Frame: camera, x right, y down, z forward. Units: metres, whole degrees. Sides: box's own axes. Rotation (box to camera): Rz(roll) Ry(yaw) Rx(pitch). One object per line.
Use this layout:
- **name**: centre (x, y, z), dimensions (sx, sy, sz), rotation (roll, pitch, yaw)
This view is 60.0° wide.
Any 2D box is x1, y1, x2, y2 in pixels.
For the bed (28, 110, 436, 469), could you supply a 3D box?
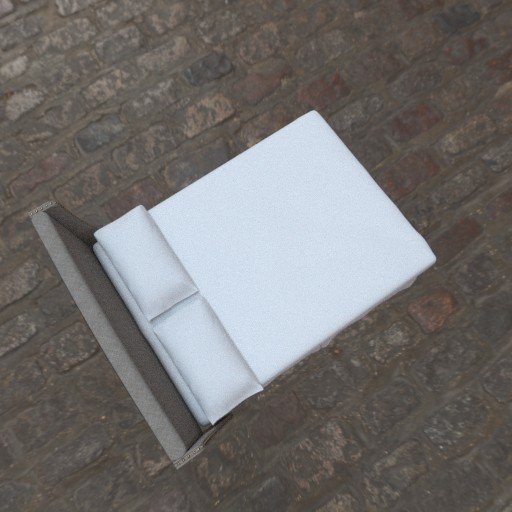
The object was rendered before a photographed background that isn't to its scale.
- **bed**: centre (0.000, 0.000, 3.233), dimensions (2.237, 1.407, 1.710), rotation (-33, 77, -9)
